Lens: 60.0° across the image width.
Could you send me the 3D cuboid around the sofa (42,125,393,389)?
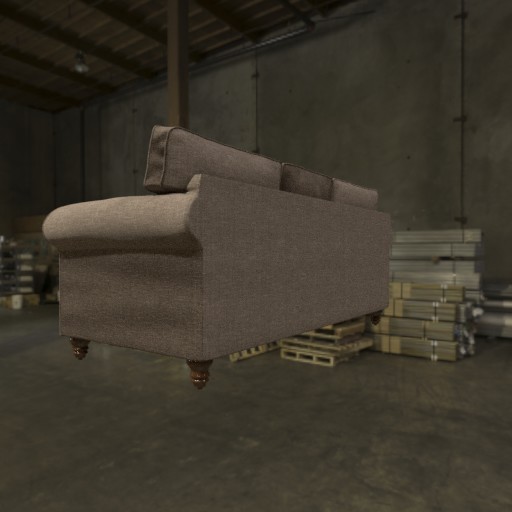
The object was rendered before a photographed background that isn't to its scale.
[{"bbox_3d":[0.000,0.000,2.555,0.916,0.961,2.084,0,0,36],"label":"sofa"}]
